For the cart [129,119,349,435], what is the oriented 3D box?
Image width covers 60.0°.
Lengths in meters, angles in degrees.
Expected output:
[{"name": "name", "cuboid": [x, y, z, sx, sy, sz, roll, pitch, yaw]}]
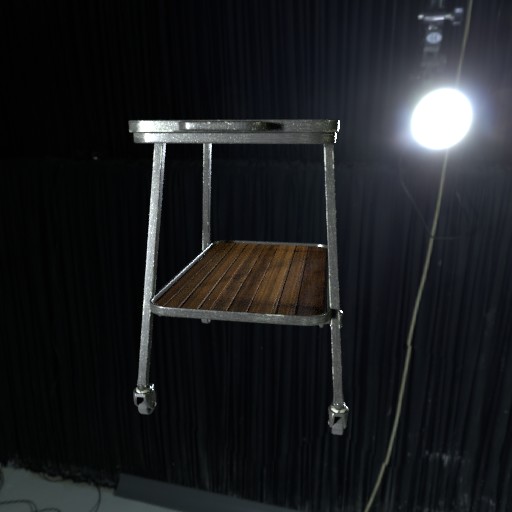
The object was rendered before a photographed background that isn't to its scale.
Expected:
[{"name": "cart", "cuboid": [0.000, 0.000, 1.220, 0.515, 0.700, 0.806, 3, 16, 9]}]
